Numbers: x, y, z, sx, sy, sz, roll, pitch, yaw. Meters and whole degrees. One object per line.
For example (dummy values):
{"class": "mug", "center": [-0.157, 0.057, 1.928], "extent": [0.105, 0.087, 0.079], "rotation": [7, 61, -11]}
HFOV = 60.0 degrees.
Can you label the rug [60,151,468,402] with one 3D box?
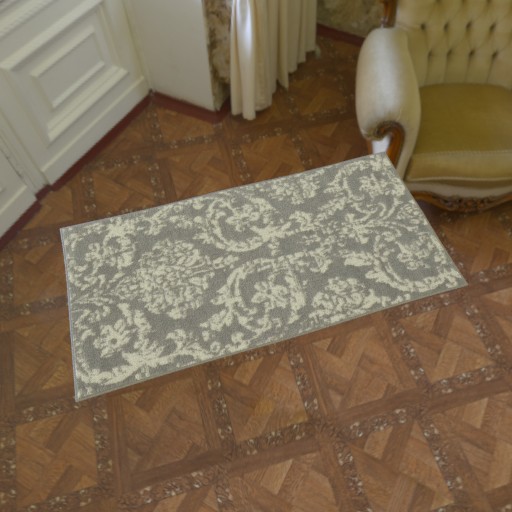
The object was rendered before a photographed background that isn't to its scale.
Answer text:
{"class": "rug", "center": [0.000, 0.000, 1.455], "extent": [1.219, 0.007, 0.604], "rotation": [-15, 60, -9]}
